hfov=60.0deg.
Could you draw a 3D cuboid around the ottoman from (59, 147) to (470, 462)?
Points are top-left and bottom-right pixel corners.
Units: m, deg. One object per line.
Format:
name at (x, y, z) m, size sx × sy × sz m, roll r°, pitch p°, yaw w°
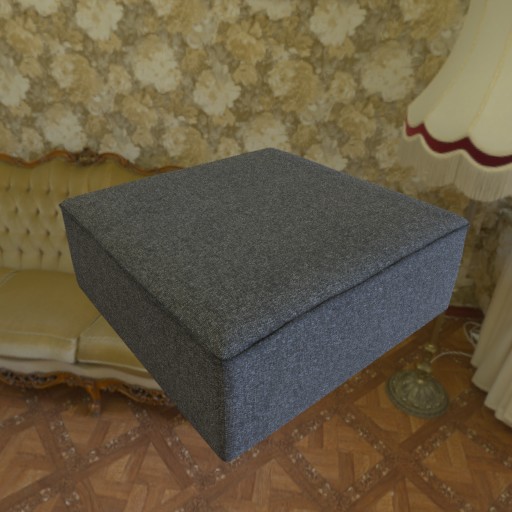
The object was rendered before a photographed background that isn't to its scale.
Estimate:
ottoman at (0.000, 0.000, 1.578) m, size 1.017 × 0.423 × 1.021 m, roll -22°, pitch 37°, yaw -32°
